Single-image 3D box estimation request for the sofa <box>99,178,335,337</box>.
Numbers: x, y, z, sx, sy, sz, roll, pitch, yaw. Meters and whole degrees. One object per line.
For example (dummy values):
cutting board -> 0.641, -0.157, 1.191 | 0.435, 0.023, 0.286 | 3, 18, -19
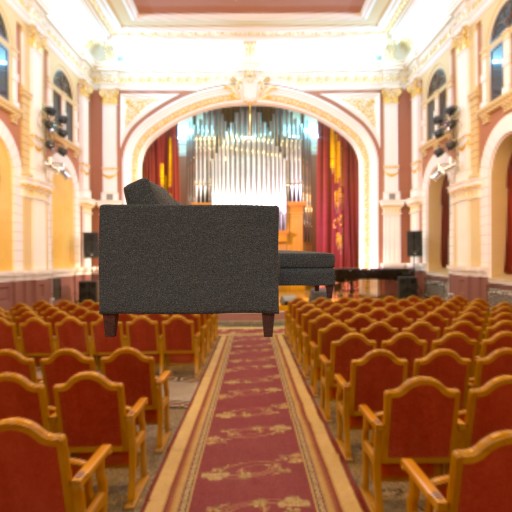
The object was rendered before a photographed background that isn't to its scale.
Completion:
sofa -> 0.000, 0.000, 3.847 | 1.625, 0.846, 3.186 | 0, 0, 0
